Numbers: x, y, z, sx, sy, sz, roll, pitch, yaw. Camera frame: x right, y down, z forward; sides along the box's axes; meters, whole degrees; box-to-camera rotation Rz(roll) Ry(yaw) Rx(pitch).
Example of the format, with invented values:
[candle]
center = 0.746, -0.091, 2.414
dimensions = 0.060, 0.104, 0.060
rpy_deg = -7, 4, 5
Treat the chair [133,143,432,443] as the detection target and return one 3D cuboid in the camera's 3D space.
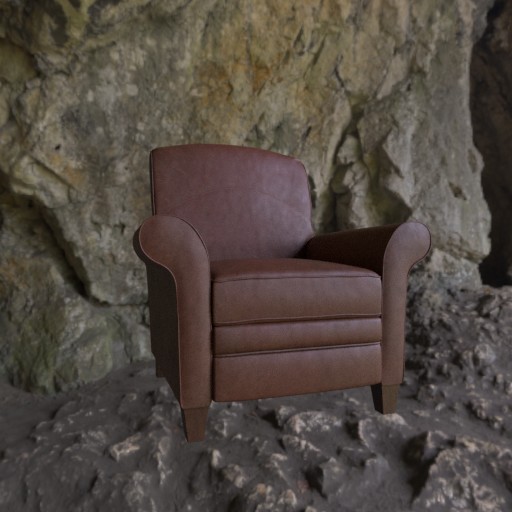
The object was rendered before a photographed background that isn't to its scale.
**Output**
[chair]
center = 0.000, 0.000, 1.767
dimensions = 0.978, 1.061, 0.902
rpy_deg = 0, 1, -19
